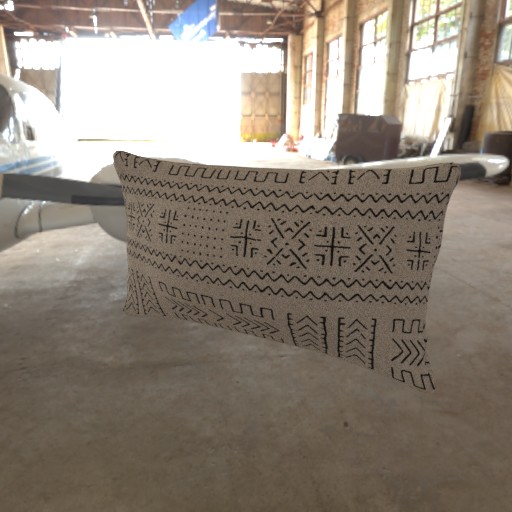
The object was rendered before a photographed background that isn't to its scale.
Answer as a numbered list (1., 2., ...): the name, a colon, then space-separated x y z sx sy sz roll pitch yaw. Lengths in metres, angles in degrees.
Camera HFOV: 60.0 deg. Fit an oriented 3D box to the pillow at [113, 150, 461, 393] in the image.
1. pillow: 0.000 0.000 0.788 0.637 0.352 0.188 9 19 27
